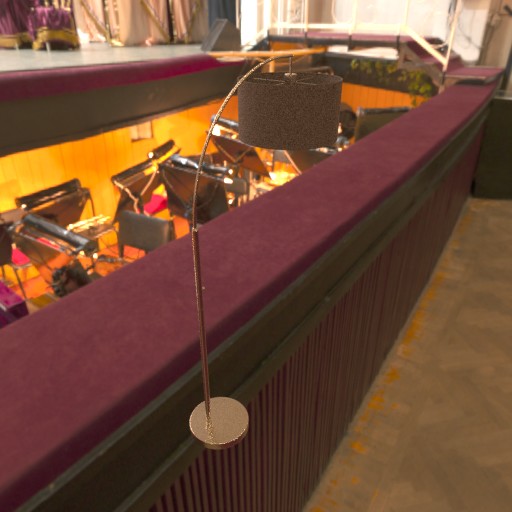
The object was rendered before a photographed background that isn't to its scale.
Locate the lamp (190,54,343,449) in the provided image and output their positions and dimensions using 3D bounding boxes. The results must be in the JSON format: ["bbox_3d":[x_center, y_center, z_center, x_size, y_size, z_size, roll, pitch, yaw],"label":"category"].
[{"bbox_3d":[0.000,0.000,2.120,0.452,1.735,0.934,20,34,32],"label":"lamp"}]
